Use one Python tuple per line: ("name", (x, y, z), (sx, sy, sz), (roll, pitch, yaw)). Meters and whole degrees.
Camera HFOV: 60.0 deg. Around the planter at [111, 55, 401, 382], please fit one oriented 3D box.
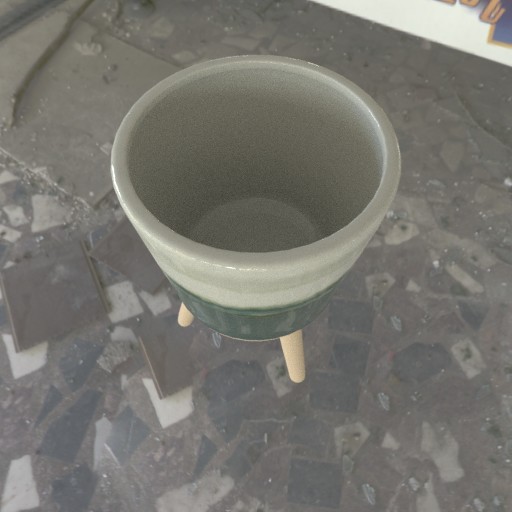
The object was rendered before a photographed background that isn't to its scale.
("planter", (0.000, 0.000, 0.473), (0.217, 0.331, 0.217), (-18, 61, -10))
